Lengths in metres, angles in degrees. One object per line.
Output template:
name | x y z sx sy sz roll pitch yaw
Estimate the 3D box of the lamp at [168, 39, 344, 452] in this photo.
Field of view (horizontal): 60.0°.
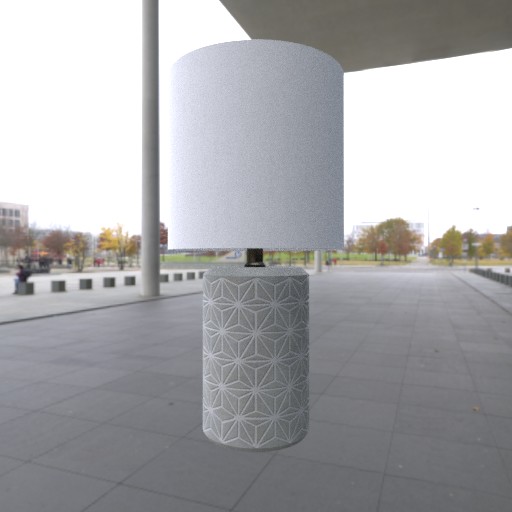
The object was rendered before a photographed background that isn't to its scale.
lamp | 0.000 0.000 0.528 0.206 0.416 0.206 0 0 36
